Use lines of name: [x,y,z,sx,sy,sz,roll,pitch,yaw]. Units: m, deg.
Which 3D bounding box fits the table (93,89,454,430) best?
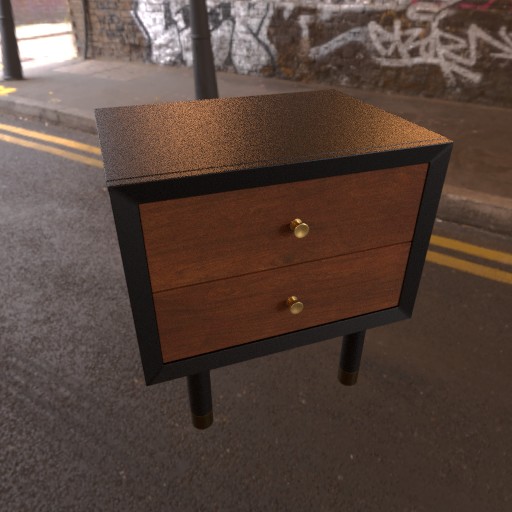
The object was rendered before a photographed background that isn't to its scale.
table: [0.000,0.000,0.986,0.564,0.584,0.441,-11,34,-16]
